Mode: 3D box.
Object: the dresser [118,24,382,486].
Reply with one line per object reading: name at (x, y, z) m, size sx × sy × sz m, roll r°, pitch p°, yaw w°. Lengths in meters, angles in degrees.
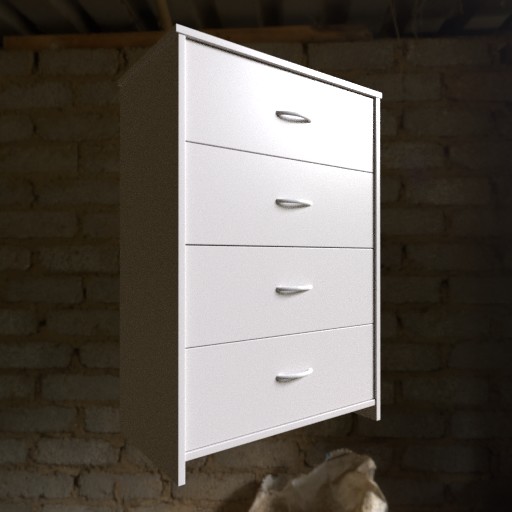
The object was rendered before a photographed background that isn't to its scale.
dresser at (0.000, 0.000, 1.330) m, size 0.704 × 1.021 × 0.401 m, roll 0°, pitch 0°, yaw -36°
